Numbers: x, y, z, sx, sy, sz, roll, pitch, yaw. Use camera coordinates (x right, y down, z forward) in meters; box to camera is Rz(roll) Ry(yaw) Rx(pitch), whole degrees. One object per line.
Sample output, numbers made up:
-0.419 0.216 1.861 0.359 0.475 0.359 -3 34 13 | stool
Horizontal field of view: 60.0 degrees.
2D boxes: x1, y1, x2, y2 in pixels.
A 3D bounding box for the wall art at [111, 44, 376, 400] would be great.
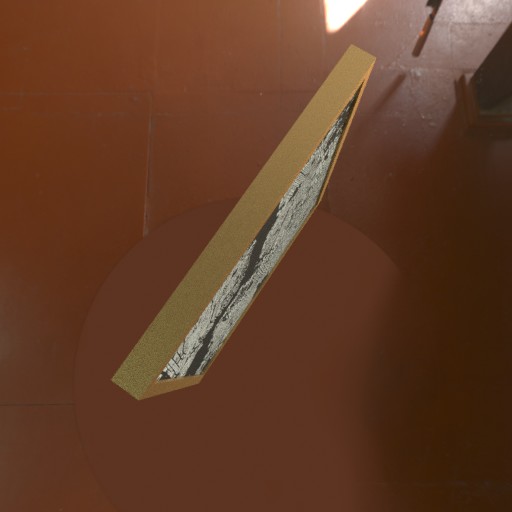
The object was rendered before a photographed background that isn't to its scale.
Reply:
0.000 0.000 1.951 0.095 1.284 1.284 33 78 8 | wall art
